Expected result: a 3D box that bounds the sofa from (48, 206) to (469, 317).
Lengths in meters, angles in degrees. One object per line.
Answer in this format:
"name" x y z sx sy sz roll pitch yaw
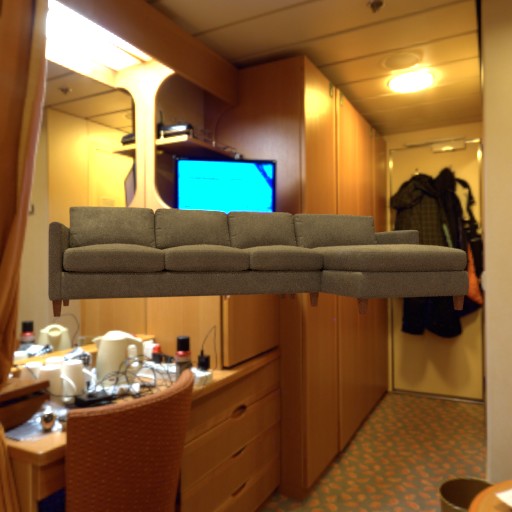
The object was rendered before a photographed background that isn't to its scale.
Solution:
"sofa" 0.000 0.000 4.065 3.471 0.950 1.604 0 0 -19
